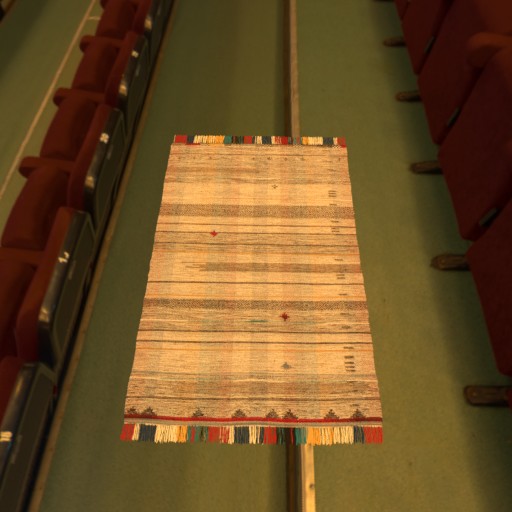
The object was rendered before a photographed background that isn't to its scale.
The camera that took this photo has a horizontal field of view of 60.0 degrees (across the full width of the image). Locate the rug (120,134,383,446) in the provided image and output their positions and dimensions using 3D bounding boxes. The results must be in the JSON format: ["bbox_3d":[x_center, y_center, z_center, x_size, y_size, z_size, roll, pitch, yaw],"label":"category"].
[{"bbox_3d":[0.000,0.000,3.077,1.465,0.012,2.465,1,56,1],"label":"rug"}]
